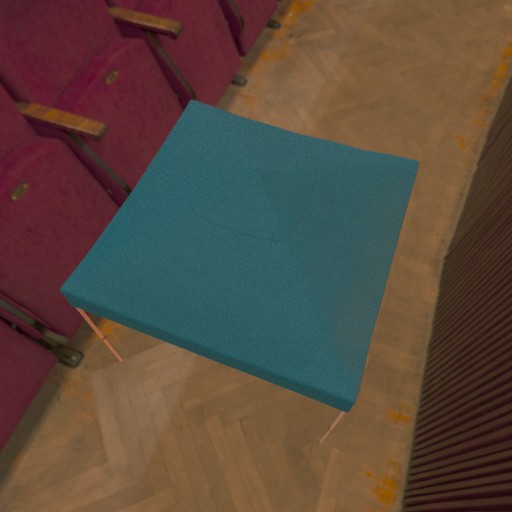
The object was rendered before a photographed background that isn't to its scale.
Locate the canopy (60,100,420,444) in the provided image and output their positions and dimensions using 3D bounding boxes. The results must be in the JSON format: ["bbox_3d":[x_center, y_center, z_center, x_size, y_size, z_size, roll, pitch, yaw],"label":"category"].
[{"bbox_3d":[0.000,0.000,5.399,2.996,2.997,2.998,18,61,11],"label":"canopy"}]
